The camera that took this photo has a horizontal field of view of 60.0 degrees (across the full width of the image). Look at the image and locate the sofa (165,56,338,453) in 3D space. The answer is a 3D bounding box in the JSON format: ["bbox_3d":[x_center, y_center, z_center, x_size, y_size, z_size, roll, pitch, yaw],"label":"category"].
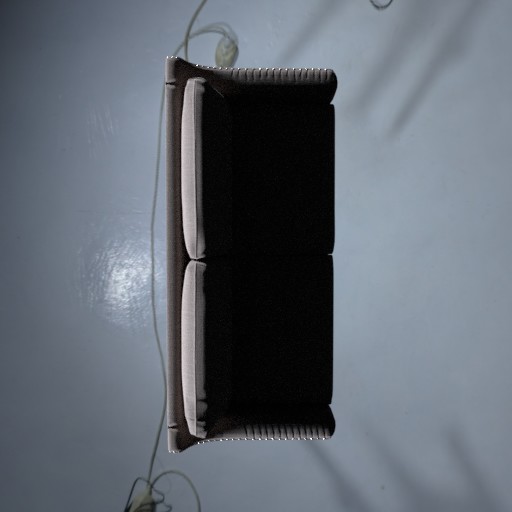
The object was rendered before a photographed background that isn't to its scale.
[{"bbox_3d":[0.000,0.000,2.736,1.000,0.857,2.208,0,92,-1],"label":"sofa"}]
